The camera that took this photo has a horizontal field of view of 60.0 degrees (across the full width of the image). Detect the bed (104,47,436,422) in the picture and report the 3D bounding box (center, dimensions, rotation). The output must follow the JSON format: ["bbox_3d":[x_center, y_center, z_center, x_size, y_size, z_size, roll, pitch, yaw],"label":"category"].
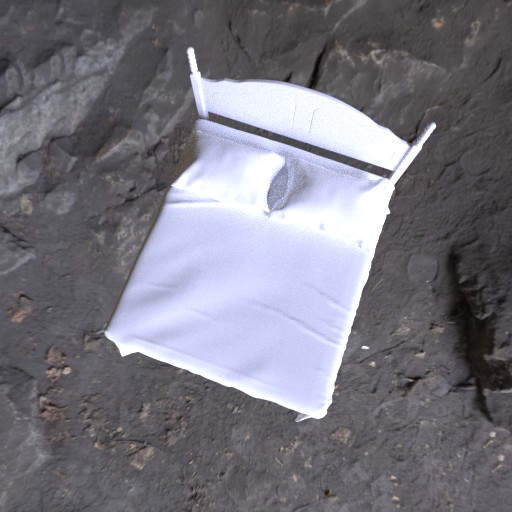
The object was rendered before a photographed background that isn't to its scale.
[{"bbox_3d":[0.000,0.000,3.195,1.873,1.356,2.040,19,77,5],"label":"bed"}]
